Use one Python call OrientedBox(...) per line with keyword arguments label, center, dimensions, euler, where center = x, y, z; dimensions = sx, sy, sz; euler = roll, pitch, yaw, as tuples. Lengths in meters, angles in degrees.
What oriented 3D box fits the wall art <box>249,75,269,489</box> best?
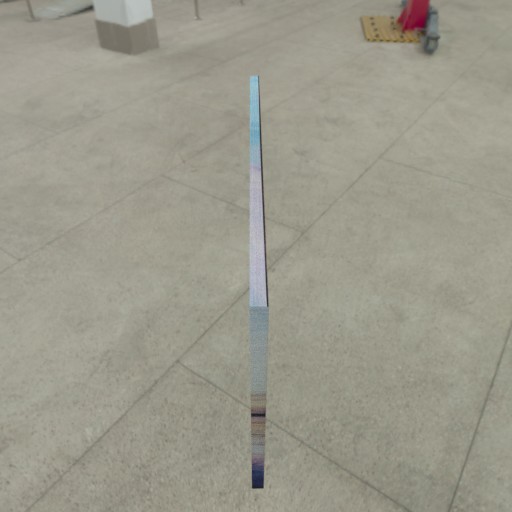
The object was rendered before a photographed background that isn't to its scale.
OrientedBox(label="wall art", center=(0.000, 0.000, 0.762), dimensions=(0.018, 0.402, 0.604), euler=(0, 41, 0))
